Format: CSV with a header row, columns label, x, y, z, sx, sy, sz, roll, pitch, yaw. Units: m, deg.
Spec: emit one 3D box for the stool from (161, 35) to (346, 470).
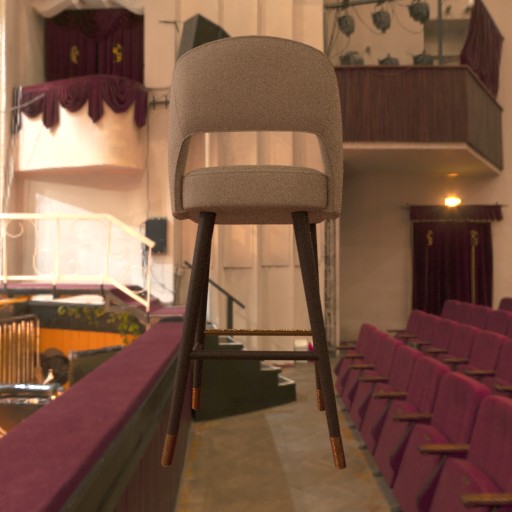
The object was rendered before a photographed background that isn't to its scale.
label,x,y,z,sx,sy,sz,roll,pitch,yaw
stool,0.000,0.000,1.284,0.494,1.037,0.509,0,-1,2
